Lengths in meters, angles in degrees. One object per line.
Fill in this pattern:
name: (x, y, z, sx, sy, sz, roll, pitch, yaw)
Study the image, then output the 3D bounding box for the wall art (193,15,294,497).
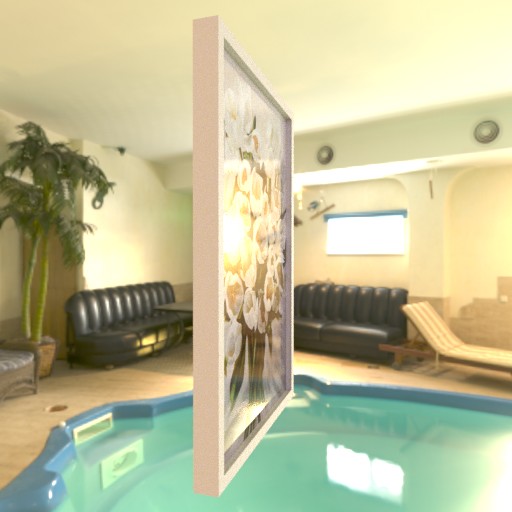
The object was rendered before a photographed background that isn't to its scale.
wall art: (0.000, 0.000, 0.536, 0.025, 0.428, 0.293, 0, 1, 18)
